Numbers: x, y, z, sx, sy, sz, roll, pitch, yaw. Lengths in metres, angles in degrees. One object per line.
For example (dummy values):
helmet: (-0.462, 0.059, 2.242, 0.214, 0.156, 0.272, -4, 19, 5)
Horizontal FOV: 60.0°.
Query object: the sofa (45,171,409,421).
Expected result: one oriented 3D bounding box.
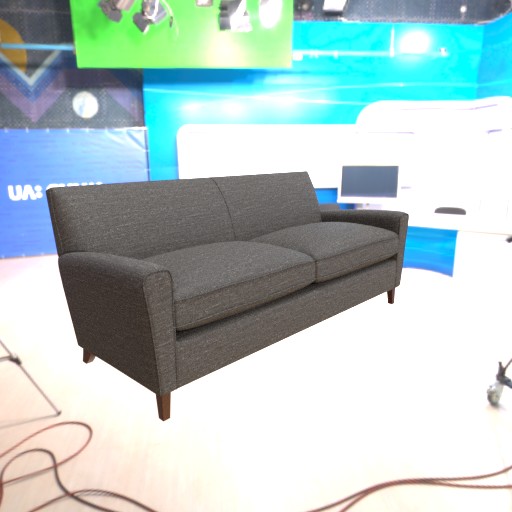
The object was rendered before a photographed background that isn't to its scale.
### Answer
sofa: (0.000, 0.000, 2.512, 0.875, 0.846, 1.976, 13, 19, 43)
